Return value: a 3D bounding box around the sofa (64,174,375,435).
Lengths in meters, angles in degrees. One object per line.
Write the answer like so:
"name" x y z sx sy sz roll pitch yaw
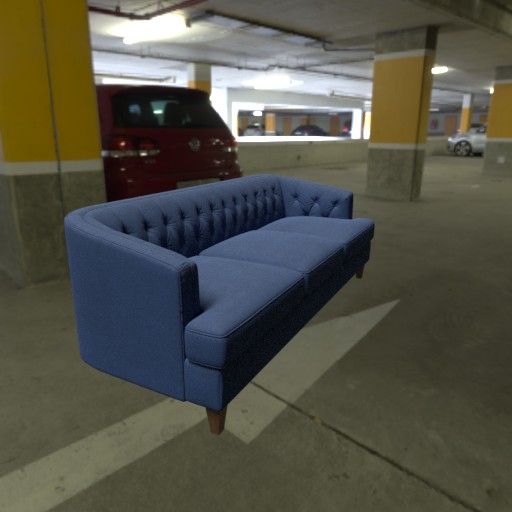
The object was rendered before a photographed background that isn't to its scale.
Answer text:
"sofa" 0.000 0.000 2.666 0.914 0.787 2.235 8 18 26
